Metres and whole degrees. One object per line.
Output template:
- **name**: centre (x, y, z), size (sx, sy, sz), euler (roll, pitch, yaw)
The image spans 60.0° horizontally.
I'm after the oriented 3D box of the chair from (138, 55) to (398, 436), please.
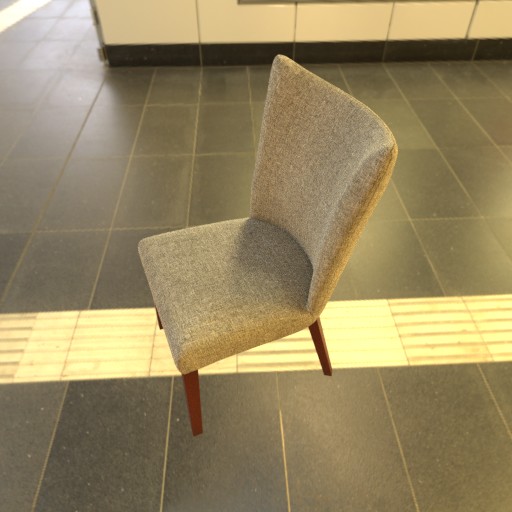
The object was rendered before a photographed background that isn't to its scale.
- **chair**: centre (0.000, 0.000, 1.299), size (0.623, 0.924, 0.535), euler (-16, 47, -16)
